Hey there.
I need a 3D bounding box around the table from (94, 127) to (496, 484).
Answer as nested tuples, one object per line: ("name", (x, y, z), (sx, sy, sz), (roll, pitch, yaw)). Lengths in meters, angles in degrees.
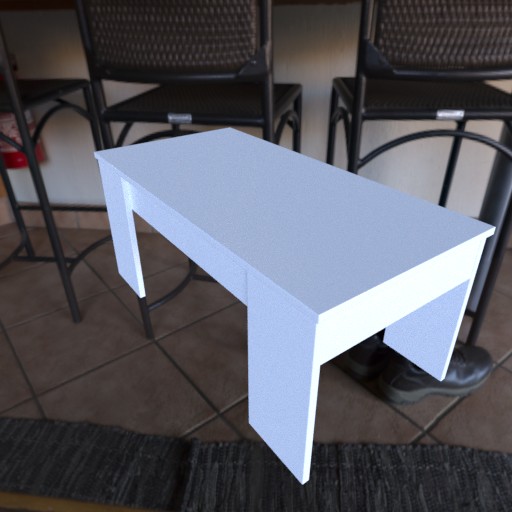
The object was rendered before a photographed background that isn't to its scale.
("table", (0.000, 0.000, 1.249), (0.500, 0.440, 1.000), (-20, 36, -31))
